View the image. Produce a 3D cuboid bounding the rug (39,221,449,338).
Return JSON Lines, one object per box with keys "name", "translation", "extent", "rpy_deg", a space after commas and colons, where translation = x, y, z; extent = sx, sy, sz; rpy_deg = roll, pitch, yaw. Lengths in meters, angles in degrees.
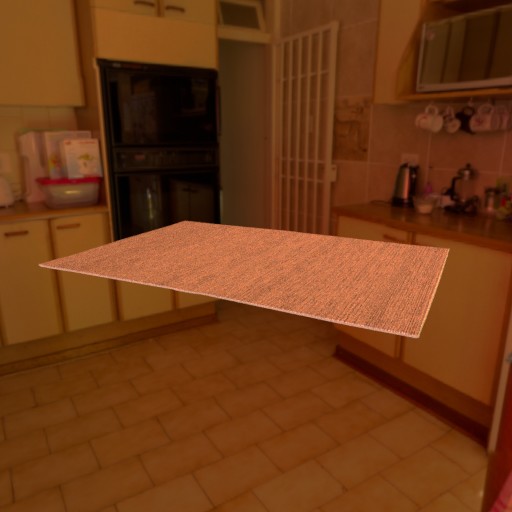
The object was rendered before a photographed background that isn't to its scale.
{"name": "rug", "translation": [0.000, 0.000, 3.031], "extent": [2.338, 0.030, 1.616], "rpy_deg": [8, 17, 26]}
